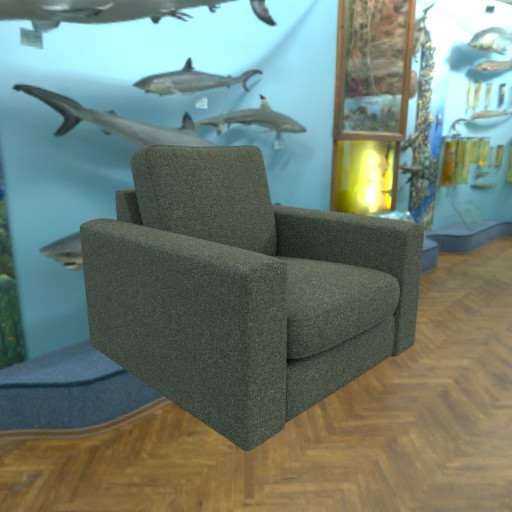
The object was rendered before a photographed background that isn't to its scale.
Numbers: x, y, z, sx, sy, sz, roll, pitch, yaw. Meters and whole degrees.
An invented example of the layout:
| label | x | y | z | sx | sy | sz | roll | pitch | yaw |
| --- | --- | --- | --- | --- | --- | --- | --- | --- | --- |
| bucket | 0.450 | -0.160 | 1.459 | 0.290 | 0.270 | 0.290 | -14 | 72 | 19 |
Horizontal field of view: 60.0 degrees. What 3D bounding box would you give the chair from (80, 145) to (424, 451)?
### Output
| label | x | y | z | sx | sy | sz | roll | pitch | yaw |
| --- | --- | --- | --- | --- | --- | --- | --- | --- | --- |
| chair | 0.000 | 0.000 | 1.792 | 1.005 | 0.873 | 1.016 | -13 | 19 | -43 |
